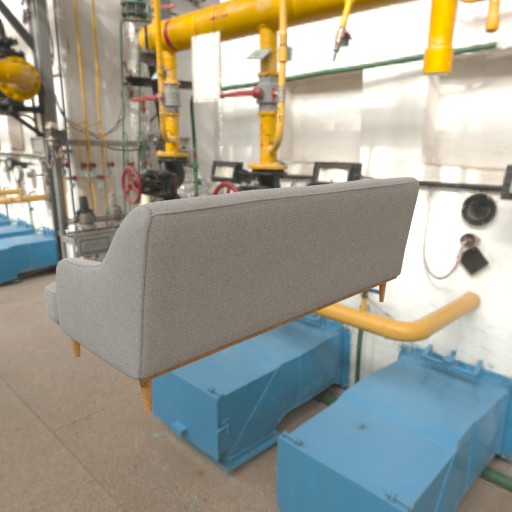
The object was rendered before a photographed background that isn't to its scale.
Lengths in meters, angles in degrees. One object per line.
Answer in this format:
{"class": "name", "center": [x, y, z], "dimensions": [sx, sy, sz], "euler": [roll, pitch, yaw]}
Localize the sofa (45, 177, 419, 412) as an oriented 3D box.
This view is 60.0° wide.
{"class": "sofa", "center": [0.000, 0.000, 2.552], "dimensions": [2.057, 0.871, 0.978], "euler": [-13, 19, -43]}
